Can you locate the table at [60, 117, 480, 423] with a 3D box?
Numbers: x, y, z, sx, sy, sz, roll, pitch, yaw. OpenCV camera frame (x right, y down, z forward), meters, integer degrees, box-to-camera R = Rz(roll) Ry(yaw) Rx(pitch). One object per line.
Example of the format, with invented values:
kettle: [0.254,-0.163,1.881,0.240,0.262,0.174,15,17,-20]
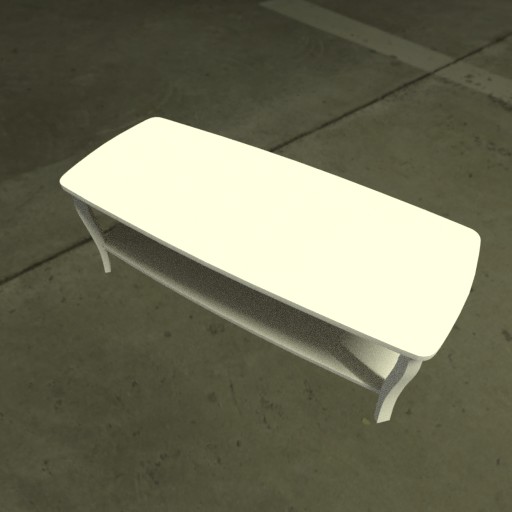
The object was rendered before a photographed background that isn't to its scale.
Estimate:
table: [0.000,0.000,1.589,1.334,0.474,0.561,25,52,21]
